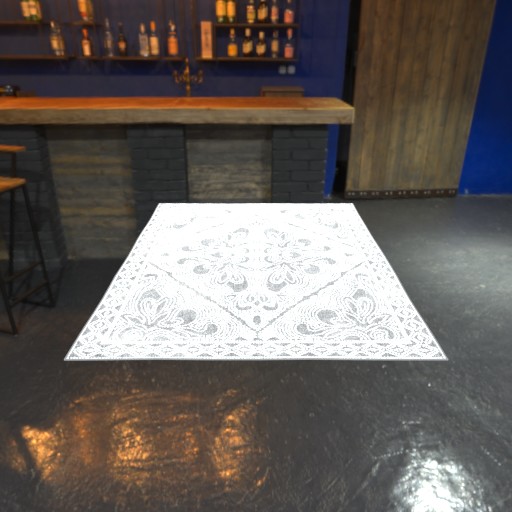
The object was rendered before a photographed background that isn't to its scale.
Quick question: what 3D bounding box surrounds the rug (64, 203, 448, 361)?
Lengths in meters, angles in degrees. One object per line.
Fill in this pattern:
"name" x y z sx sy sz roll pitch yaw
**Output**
"rug" 0.000 0.000 4.143 2.438 0.012 3.048 0 26 0
